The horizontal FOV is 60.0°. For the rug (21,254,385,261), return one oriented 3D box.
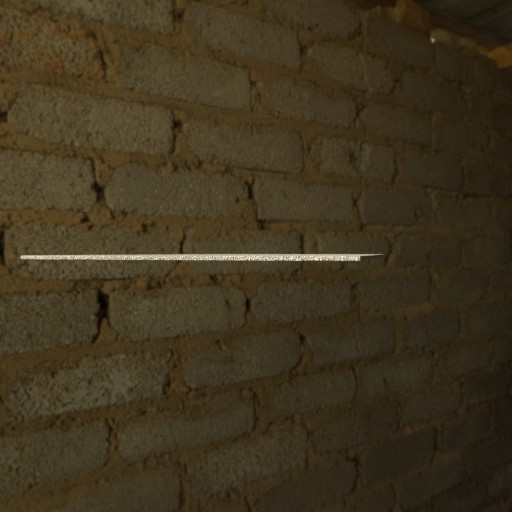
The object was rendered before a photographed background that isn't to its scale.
[{"bbox_3d":[0.000,0.000,2.877,1.532,0.018,2.297,0,0,18],"label":"rug"}]
